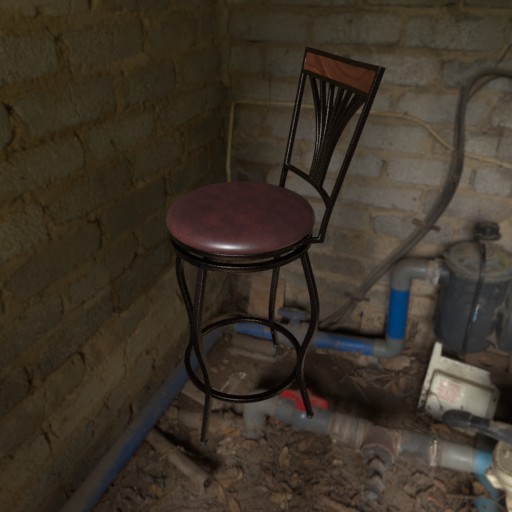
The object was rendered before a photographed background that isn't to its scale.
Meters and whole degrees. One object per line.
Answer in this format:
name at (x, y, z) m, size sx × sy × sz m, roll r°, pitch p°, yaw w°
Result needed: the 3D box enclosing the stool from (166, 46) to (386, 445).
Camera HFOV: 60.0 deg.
stool at (0.000, 0.000, 1.360) m, size 0.514 × 1.117 × 0.433 m, roll -8°, pitch 32°, yaw -14°
